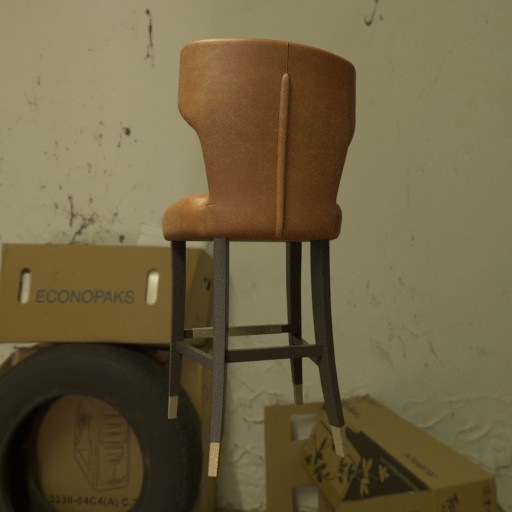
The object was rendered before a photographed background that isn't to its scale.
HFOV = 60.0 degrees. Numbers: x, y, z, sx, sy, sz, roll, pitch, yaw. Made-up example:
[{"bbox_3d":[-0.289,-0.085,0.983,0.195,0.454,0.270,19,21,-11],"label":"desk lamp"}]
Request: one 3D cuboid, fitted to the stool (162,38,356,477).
[{"bbox_3d":[0.000,0.000,1.365,0.526,1.092,0.563,0,0,-18],"label":"stool"}]
